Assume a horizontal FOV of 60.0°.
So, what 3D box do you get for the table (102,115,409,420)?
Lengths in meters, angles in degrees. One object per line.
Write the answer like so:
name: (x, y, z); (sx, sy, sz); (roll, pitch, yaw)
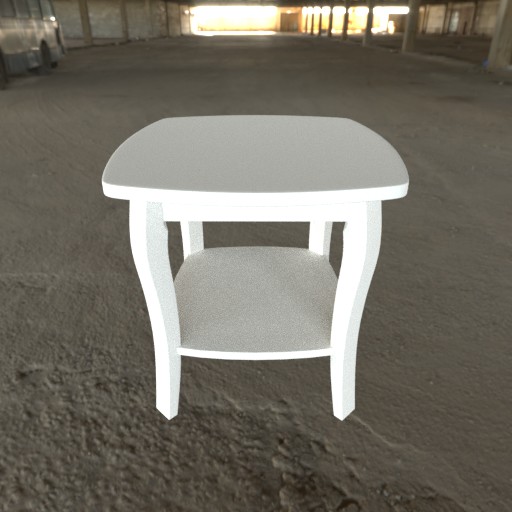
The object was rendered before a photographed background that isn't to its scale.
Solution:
table: (0.000, 0.000, 0.855); (0.451, 0.438, 0.502); (0, 28, 0)
